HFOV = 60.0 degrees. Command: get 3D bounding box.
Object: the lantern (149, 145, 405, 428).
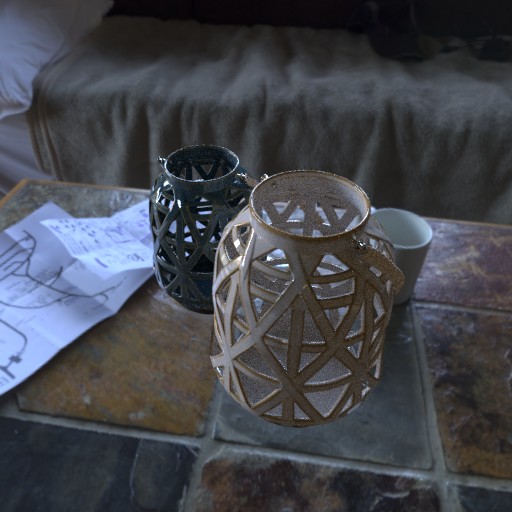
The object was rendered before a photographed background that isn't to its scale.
[{"bbox_3d":[0.000,0.000,0.625,0.245,0.307,0.439,-26,47,-26],"label":"lantern"}]
